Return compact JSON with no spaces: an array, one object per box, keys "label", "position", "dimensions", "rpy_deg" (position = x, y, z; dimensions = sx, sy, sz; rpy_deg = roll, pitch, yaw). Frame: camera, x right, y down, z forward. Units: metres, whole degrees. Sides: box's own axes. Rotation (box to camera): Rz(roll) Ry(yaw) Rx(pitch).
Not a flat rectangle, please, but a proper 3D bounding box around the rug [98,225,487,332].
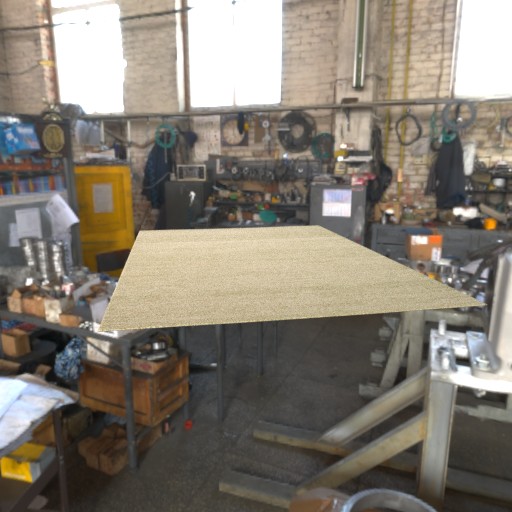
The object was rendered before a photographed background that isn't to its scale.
[{"label":"rug","position":[0.000,0.000,4.943],"dimensions":[2.782,0.025,3.935],"rpy_deg":[-2,13,-10]}]
